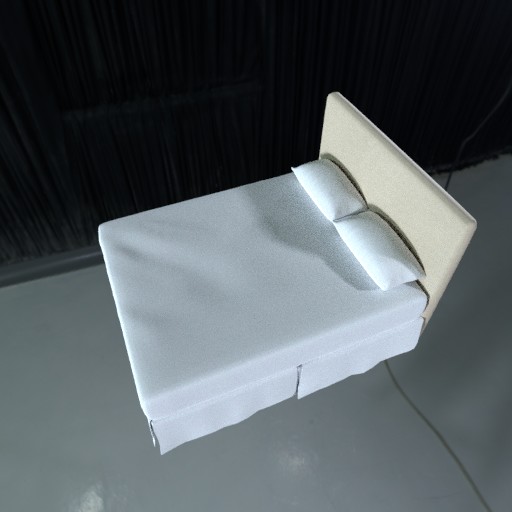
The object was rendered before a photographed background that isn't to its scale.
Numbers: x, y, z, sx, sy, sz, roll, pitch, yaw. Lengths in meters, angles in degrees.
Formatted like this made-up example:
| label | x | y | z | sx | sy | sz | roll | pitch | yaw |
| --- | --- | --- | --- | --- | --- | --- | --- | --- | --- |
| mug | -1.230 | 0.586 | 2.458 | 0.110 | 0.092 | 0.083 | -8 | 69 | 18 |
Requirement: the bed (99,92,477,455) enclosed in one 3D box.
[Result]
| label | x | y | z | sx | sy | sz | roll | pitch | yaw |
| --- | --- | --- | --- | --- | --- | --- | --- | --- | --- |
| bed | 0.000 | 0.000 | 3.224 | 2.142 | 1.330 | 1.723 | -17 | 50 | -15 |
